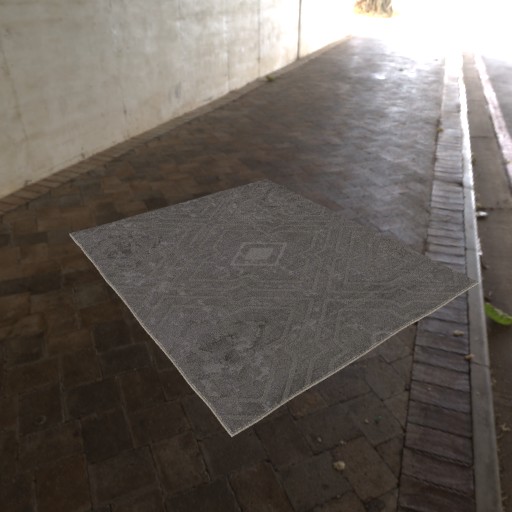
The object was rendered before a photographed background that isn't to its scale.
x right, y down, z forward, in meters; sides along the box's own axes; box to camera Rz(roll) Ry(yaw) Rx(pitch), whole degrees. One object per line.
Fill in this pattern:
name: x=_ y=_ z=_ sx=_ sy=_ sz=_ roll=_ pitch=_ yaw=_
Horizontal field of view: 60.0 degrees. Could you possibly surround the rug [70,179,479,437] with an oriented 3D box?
rug: x=0.000 y=0.000 z=0.893 sx=0.548 sy=0.006 sz=0.639 roll=-21 pitch=37 yaw=-31
